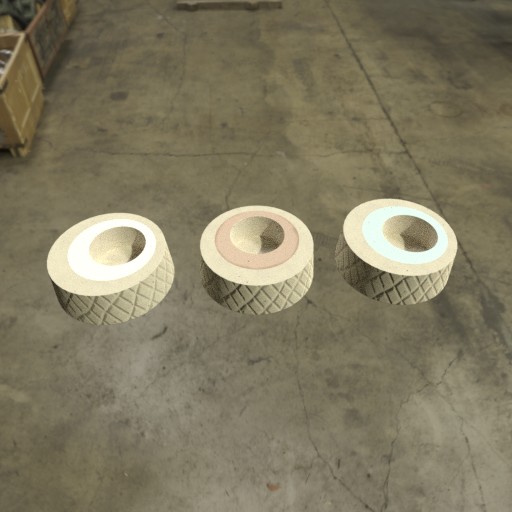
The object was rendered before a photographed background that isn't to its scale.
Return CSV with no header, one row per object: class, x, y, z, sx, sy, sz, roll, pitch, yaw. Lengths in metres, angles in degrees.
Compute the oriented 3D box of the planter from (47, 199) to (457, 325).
planter,0.000,0.000,0.432,0.390,0.038,0.114,-3,46,-3
